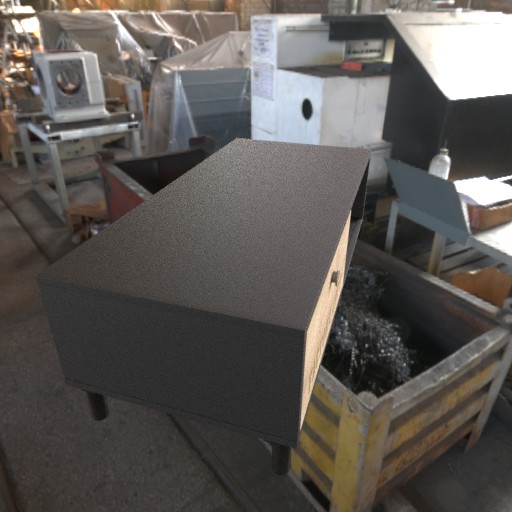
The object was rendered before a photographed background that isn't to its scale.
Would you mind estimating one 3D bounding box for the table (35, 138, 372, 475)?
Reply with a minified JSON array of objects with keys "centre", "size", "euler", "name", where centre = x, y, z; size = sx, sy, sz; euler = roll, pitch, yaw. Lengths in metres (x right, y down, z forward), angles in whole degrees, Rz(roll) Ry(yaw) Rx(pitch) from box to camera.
[{"centre":[0.000,0.000,1.326],"size":[0.550,0.400,1.100],"euler":[9,30,16],"name":"table"}]
